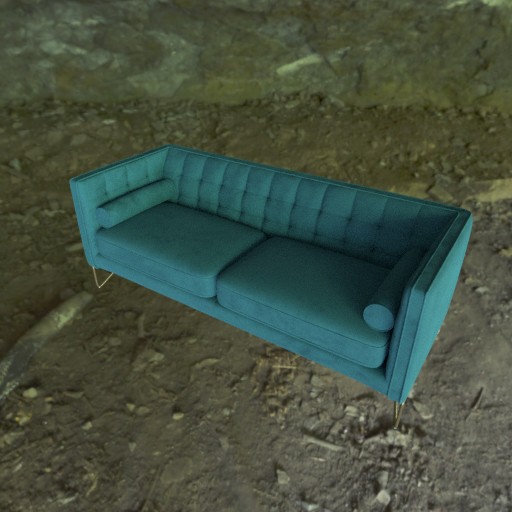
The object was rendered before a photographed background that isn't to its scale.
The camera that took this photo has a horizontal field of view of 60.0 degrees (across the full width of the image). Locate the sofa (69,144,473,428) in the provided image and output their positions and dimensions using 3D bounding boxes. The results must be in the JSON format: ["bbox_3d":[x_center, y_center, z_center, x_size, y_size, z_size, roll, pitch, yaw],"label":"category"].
[{"bbox_3d":[0.000,0.000,2.573,2.087,0.789,0.867,19,36,28],"label":"sofa"}]
